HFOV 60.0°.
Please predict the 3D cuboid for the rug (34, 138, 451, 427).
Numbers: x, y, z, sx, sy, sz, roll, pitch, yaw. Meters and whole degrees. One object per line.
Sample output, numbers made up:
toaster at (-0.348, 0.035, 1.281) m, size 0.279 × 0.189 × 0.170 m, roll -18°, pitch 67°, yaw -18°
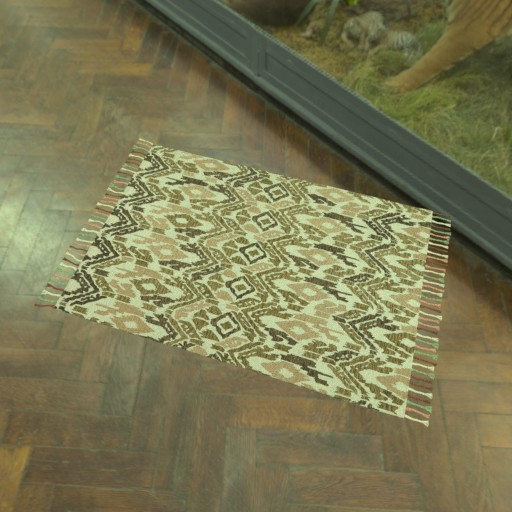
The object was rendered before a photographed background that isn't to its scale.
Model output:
rug at (0.000, 0.000, 2.941) m, size 2.438 × 0.008 × 1.524 m, roll 15°, pitch 60°, yaw 9°
